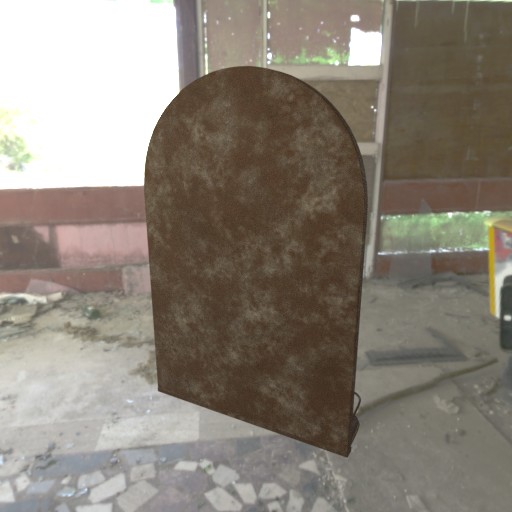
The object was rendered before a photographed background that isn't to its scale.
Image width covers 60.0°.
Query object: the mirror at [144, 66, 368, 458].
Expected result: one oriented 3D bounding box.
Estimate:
[{"bbox_3d":[0.000,0.000,0.989,0.510,0.770,0.137,9,18,27],"label":"mirror"}]
